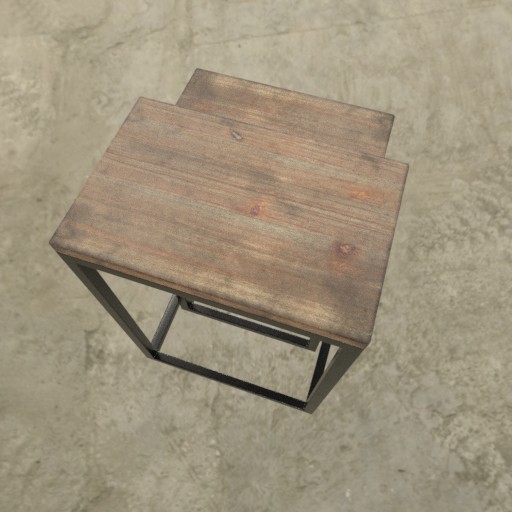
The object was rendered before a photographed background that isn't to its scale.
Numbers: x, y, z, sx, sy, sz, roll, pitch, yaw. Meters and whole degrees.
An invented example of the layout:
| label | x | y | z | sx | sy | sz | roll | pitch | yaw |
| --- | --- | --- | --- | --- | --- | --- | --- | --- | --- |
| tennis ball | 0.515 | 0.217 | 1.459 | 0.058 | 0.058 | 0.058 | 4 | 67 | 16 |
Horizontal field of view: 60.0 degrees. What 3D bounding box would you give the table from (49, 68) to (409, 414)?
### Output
| label | x | y | z | sx | sy | sz | roll | pitch | yaw |
| --- | --- | --- | --- | --- | --- | --- | --- | --- | --- |
| table | 0.000 | 0.000 | 0.939 | 0.456 | 0.615 | 0.460 | 19 | 64 | 9 |
